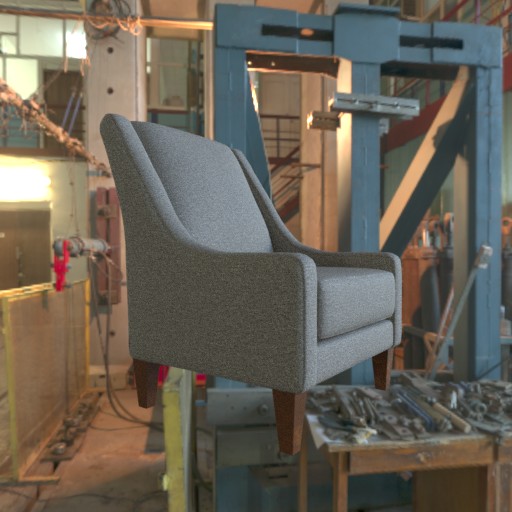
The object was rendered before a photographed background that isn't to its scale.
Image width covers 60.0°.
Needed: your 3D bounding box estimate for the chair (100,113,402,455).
[{"bbox_3d":[0.000,0.000,1.636,0.870,1.016,0.774,0,1,37],"label":"chair"}]
